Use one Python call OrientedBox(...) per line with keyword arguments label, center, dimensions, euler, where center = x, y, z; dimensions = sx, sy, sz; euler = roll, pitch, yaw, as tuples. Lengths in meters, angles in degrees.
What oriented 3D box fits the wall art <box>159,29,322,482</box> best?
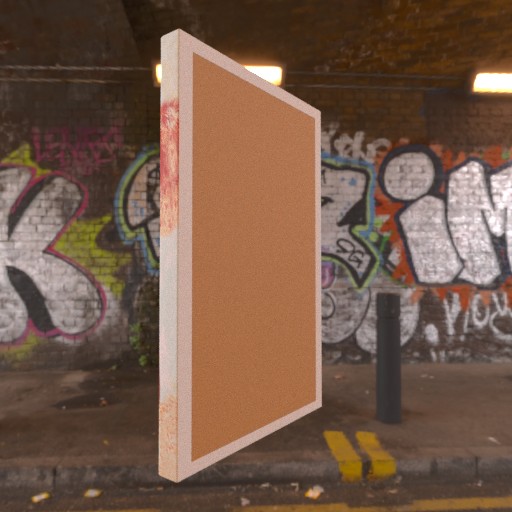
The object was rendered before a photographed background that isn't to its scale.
OrientedBox(label="wall art", center=(0.000, 0.000, 0.764), dimensions=(0.038, 0.610, 0.401), euler=(-1, -2, 37))
